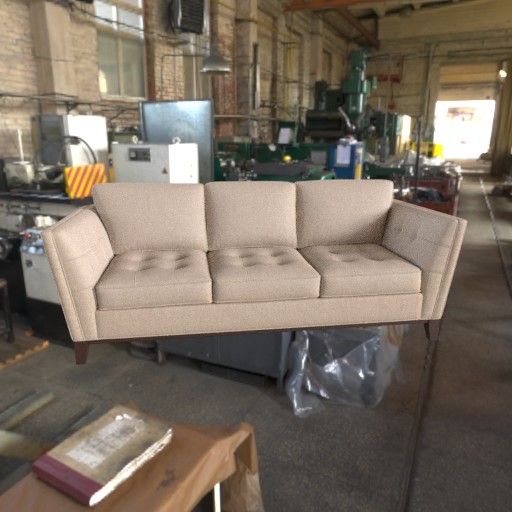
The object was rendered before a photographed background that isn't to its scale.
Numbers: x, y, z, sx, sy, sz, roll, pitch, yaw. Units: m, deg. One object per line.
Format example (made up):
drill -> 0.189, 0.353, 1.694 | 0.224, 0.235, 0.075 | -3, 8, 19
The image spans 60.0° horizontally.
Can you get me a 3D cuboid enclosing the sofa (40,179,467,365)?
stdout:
sofa -> 0.000, 0.000, 2.971 | 2.388, 0.940, 0.965 | -2, 15, -8
